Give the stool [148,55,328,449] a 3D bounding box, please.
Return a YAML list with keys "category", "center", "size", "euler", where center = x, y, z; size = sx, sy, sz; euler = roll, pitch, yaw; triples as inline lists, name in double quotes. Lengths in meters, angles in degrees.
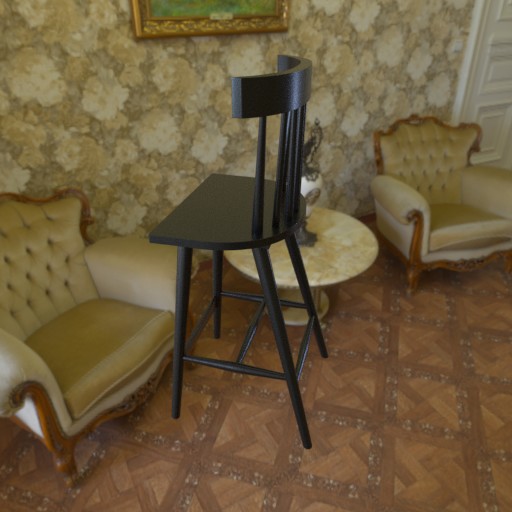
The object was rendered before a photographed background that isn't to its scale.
- category: "stool"
  center: [0.000, 0.000, 1.365]
  size: [0.483, 1.092, 0.482]
  euler: [8, 31, 13]
